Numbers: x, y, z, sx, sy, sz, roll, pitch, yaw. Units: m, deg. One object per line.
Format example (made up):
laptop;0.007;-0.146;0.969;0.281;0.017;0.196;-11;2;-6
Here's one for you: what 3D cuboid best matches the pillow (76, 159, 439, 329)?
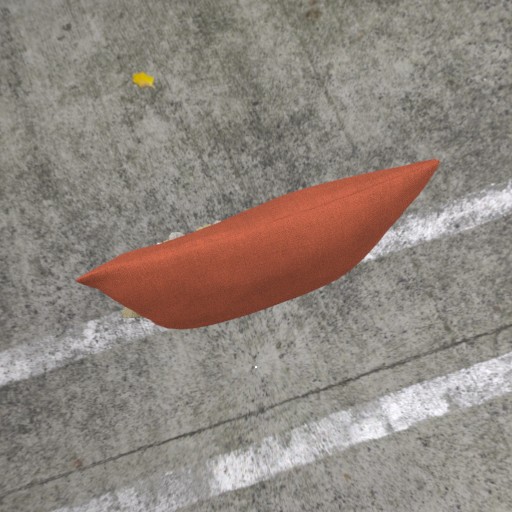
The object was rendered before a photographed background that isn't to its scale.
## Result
pillow;0.000;0.000;0.766;0.490;0.482;0.165;-18;77;-4
